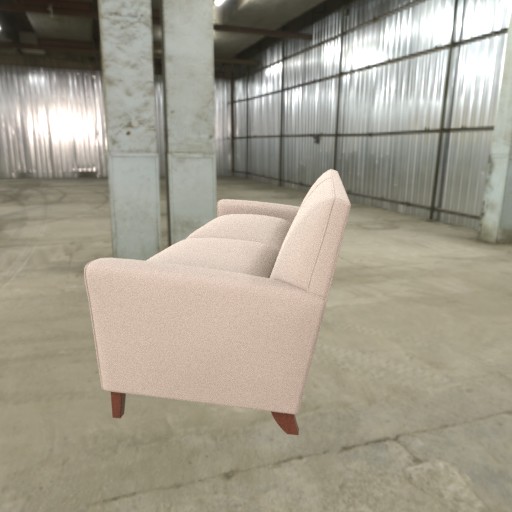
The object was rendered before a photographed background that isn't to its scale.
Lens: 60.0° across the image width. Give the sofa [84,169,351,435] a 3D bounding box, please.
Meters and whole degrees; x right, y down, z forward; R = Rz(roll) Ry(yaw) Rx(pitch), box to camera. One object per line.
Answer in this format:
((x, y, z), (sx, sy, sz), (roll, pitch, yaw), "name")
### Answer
((0.000, 0.000, 2.394), (0.875, 0.846, 2.000), (2, 14, 9), "sofa")
